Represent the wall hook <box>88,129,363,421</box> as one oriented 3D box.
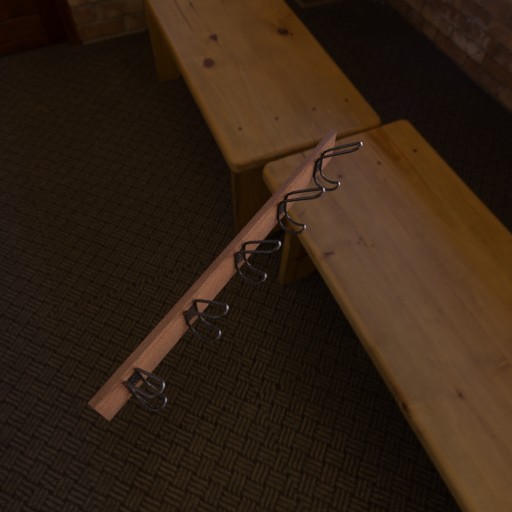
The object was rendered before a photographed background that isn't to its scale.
[{"bbox_3d":[0.000,0.000,0.621,0.076,0.116,0.554,30,62,18],"label":"wall hook"}]
